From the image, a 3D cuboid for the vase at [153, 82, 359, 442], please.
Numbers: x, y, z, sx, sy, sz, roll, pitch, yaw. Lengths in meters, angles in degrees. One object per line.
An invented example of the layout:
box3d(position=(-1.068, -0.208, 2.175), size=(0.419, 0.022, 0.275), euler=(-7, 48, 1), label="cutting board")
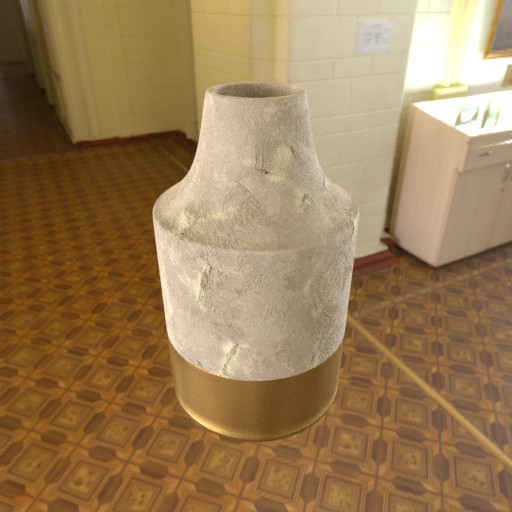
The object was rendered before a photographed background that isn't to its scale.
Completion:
box3d(position=(0.000, 0.000, 0.427), size=(0.184, 0.305, 0.184), euler=(0, 30, 0), label="vase")
